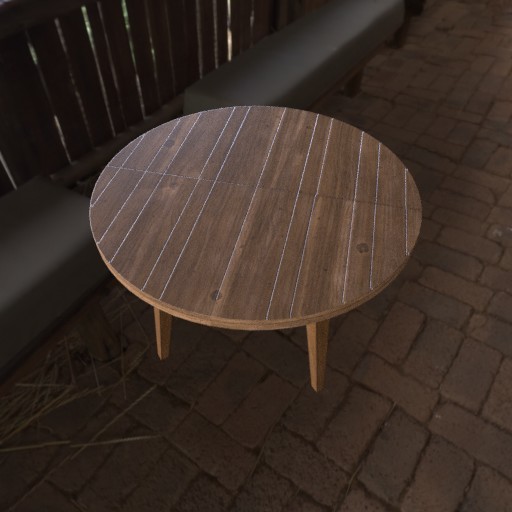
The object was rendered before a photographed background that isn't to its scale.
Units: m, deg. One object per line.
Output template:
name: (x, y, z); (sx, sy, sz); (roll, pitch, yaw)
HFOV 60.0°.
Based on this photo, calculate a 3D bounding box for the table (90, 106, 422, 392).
table: (0.000, 0.000, 1.947); (1.213, 0.764, 1.213); (0, 47, 0)
